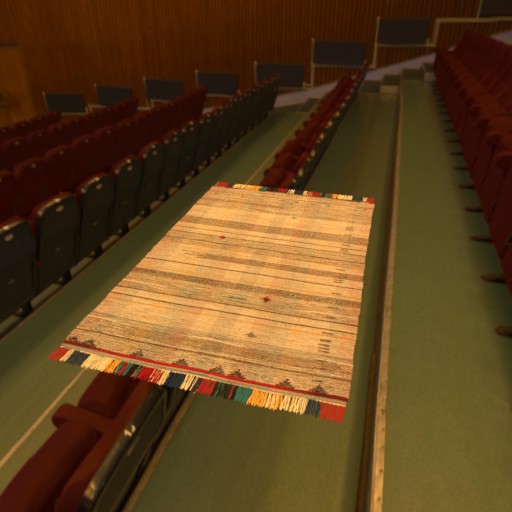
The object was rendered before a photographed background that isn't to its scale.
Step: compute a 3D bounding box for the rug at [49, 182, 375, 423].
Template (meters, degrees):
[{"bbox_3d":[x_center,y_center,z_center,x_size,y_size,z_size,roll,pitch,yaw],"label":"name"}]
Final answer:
[{"bbox_3d":[0.000,0.000,3.007,1.465,0.012,2.465,8,32,14],"label":"rug"}]
